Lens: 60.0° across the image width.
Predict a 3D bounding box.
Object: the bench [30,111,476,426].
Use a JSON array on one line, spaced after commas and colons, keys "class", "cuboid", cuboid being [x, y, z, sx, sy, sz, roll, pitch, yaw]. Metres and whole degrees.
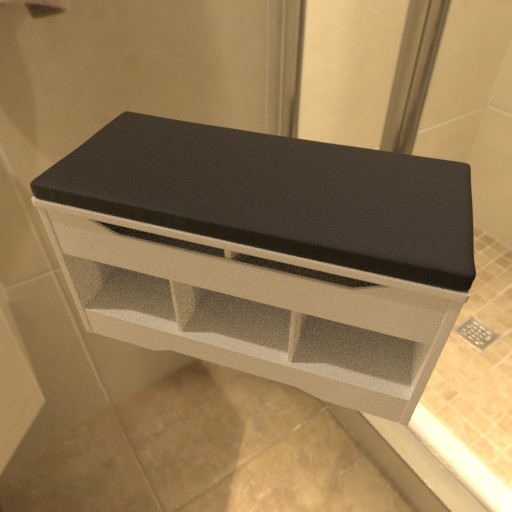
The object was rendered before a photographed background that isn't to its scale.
[{"class": "bench", "cuboid": [0.000, 0.000, 1.131, 0.899, 0.500, 0.401, 13, 43, 14]}]
